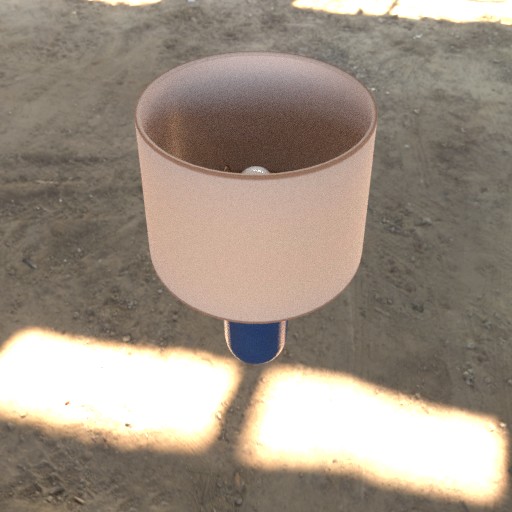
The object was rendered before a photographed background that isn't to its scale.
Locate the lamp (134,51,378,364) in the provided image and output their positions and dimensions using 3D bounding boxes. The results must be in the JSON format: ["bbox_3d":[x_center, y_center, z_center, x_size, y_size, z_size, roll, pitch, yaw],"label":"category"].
[{"bbox_3d":[0.000,0.000,0.816,0.367,0.609,0.367,0,48,0],"label":"lamp"}]
